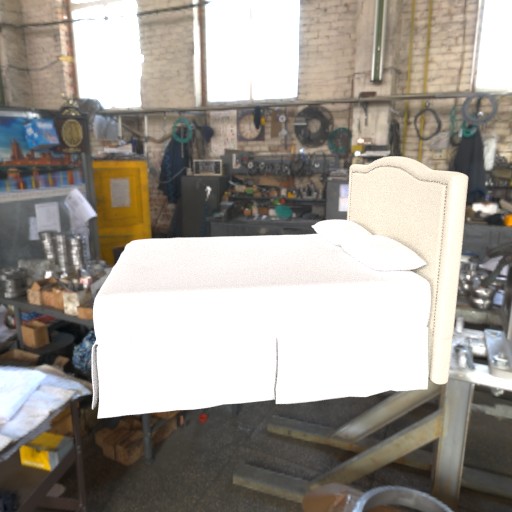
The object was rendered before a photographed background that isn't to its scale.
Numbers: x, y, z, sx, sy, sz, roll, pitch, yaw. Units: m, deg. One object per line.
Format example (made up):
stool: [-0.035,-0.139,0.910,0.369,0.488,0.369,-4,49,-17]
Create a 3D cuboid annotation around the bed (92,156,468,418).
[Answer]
bed: [0.000,0.000,3.310,2.196,1.449,1.741,-2,13,-8]
